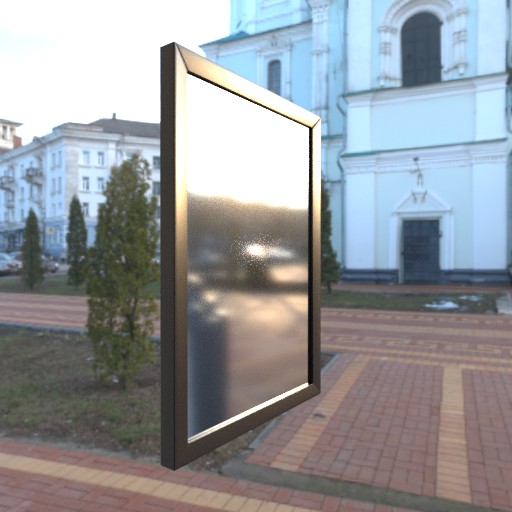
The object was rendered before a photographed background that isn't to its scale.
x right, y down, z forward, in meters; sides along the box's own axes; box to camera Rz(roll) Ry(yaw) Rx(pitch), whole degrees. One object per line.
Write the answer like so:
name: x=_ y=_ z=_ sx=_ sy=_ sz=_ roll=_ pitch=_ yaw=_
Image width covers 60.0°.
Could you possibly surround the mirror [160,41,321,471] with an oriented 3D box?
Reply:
mirror: x=0.000 y=0.000 z=0.947 sx=0.040 sy=0.710 sz=0.507 roll=0 pitch=0 yaw=37
